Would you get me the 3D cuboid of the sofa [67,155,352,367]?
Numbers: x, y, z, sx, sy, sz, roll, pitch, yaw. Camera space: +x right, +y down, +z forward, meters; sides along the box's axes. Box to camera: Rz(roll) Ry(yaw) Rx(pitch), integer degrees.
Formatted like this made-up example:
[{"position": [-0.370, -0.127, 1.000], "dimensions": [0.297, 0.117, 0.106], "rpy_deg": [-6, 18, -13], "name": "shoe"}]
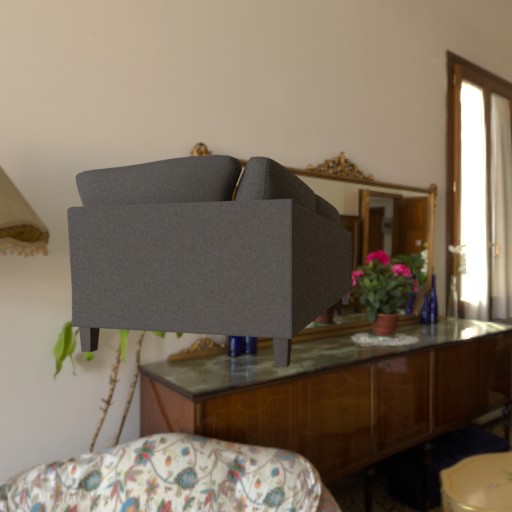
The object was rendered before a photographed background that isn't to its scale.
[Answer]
[{"position": [0.000, 0.000, 2.753], "dimensions": [0.969, 0.792, 2.312], "rpy_deg": [0, 0, 17], "name": "sofa"}]
